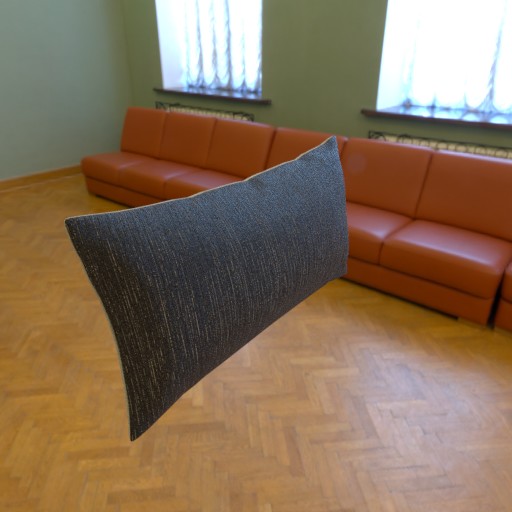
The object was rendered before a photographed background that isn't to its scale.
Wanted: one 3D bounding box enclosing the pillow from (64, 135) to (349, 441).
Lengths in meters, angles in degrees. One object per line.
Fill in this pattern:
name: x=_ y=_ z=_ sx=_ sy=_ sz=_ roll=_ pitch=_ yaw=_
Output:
pillow: x=0.000 y=0.000 z=0.751 sx=0.156 sy=0.305 sz=0.608 roll=19 pitch=32 yaw=34
